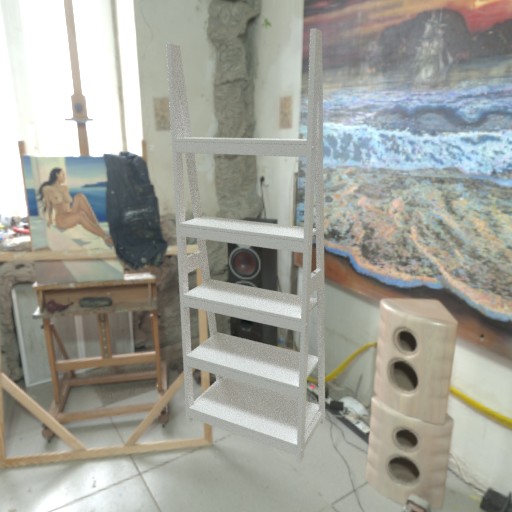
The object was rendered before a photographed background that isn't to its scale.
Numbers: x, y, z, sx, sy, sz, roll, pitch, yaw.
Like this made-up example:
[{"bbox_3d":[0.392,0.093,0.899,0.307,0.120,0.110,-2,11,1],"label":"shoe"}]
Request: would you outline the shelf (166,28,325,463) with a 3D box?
[{"bbox_3d":[0.000,0.000,2.034,0.636,1.779,0.341,8,19,26],"label":"shelf"}]
